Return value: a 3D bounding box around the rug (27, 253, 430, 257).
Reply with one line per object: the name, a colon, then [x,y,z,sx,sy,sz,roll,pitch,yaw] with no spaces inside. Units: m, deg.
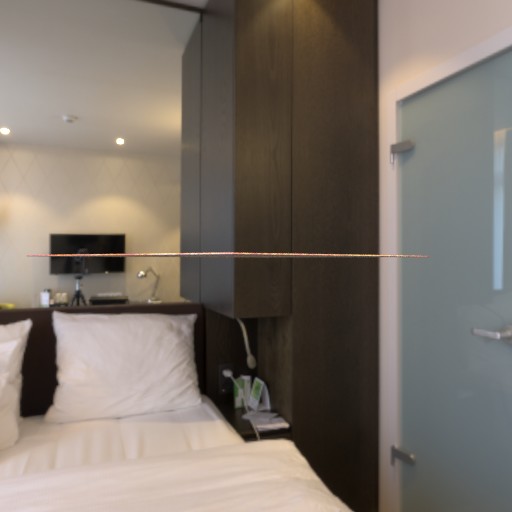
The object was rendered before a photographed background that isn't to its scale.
rug: [0.000,0.000,3.753,2.007,0.013,2.896,0,0,38]
